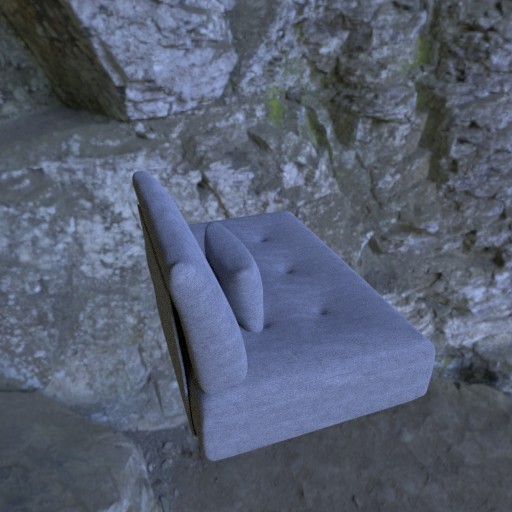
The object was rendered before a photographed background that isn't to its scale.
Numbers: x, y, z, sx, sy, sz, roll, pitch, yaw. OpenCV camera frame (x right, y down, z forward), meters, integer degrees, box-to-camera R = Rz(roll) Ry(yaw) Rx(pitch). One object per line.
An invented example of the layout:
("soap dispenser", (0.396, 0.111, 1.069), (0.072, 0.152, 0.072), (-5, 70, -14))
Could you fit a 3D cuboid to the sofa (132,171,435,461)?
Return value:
("sofa", (0.000, 0.000, 2.090), (1.002, 0.820, 1.450), (-10, 30, -17))
